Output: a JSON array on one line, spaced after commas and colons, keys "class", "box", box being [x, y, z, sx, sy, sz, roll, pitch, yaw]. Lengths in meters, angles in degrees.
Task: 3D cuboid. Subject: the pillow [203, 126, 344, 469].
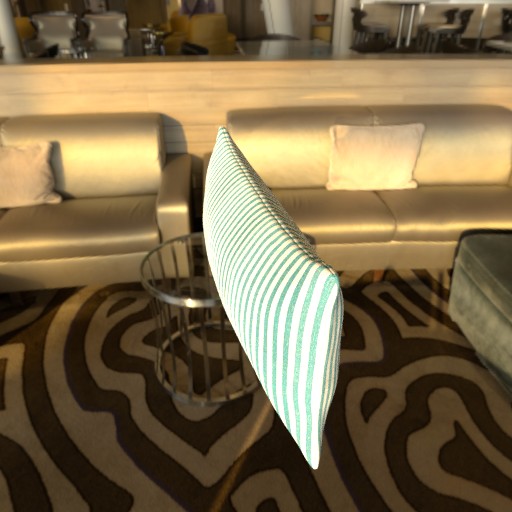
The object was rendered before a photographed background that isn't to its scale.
[{"class": "pillow", "box": [0.000, 0.000, 0.747, 0.151, 0.295, 0.617, -7, 31, -12]}]
